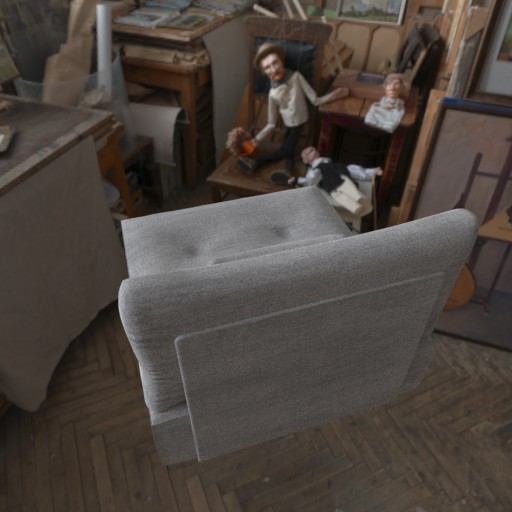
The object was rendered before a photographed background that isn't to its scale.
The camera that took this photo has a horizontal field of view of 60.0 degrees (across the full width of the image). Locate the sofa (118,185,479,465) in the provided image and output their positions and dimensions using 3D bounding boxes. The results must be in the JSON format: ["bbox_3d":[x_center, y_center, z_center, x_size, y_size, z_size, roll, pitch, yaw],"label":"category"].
[{"bbox_3d":[0.000,0.000,1.620,0.930,0.820,1.000,-12,44,-13],"label":"sofa"}]
